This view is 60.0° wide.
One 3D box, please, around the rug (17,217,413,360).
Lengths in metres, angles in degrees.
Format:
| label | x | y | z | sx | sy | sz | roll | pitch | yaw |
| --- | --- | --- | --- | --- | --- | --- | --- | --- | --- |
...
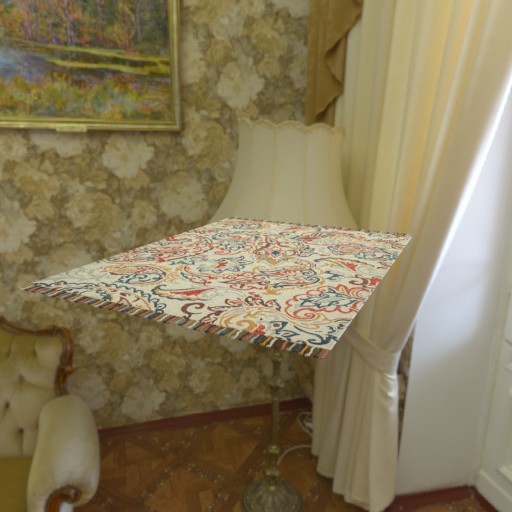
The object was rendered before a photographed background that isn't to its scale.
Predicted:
| label | x | y | z | sx | sy | sz | roll | pitch | yaw |
| --- | --- | --- | --- | --- | --- | --- | --- | --- | --- |
| rug | 0.000 | 0.000 | 4.255 | 2.439 | 0.015 | 3.274 | 8 | 17 | 26 |
